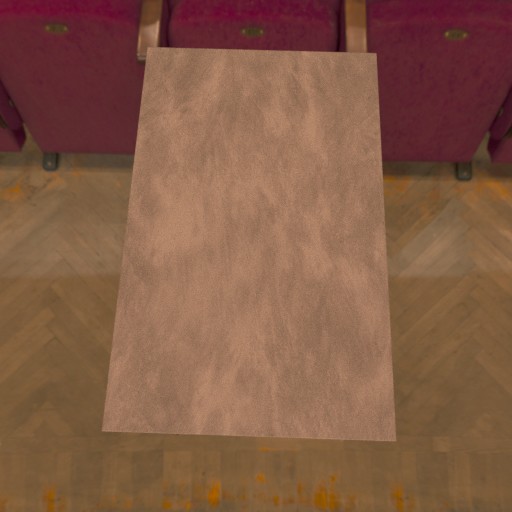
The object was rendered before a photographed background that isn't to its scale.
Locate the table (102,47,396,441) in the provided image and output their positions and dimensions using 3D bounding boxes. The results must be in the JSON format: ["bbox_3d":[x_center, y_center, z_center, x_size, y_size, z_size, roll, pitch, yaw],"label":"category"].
[{"bbox_3d":[0.000,0.000,1.554,0.700,0.734,1.100,2,74,1],"label":"table"}]
